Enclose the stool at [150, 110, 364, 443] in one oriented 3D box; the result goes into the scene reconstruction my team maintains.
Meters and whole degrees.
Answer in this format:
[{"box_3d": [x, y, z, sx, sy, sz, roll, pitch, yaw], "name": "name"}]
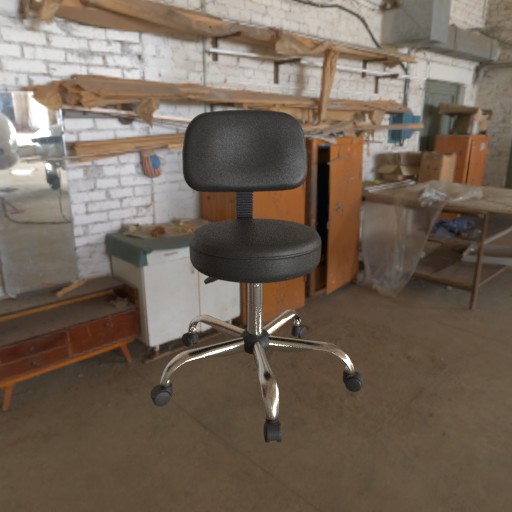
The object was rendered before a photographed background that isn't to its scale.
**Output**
[{"box_3d": [0.000, 0.000, 1.352, 0.673, 0.862, 0.648, -2, 17, -8], "name": "stool"}]
